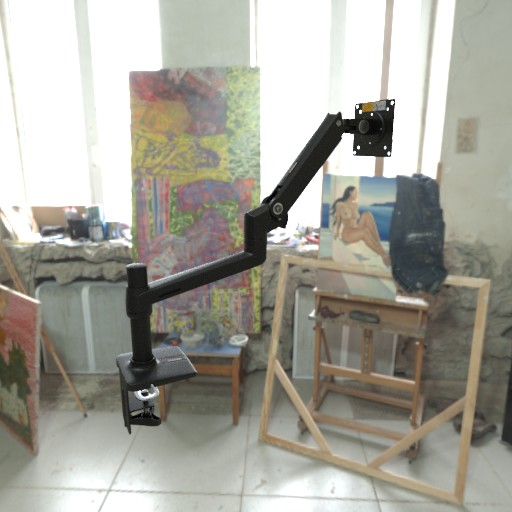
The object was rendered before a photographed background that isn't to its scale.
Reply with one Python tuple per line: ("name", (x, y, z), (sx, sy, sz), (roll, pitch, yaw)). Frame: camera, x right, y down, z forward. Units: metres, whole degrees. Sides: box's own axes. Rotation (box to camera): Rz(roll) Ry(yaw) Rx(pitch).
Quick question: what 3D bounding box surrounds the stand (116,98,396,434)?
("stand", (0.000, 0.000, 1.036), (0.650, 0.713, 0.152), (-7, 16, -26))
